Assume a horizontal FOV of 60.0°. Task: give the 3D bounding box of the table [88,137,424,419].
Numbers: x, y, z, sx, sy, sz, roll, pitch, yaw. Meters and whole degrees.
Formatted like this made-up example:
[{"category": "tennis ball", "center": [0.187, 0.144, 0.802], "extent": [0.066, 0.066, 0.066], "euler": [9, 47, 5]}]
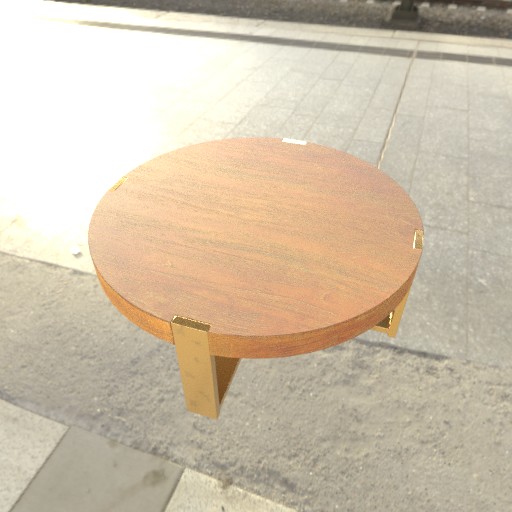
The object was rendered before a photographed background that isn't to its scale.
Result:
[{"category": "table", "center": [0.000, 0.000, 1.651], "extent": [1.100, 0.420, 1.100], "euler": [0, 41, 0]}]
